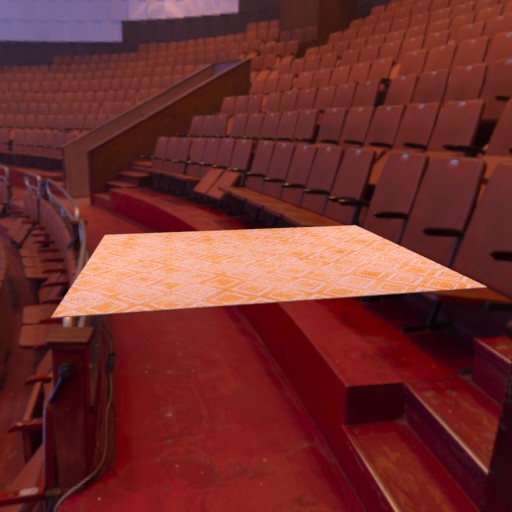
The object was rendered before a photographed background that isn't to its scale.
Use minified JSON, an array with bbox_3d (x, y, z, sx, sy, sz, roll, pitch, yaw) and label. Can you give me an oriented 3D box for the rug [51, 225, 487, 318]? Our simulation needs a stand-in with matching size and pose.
[{"bbox_3d":[0.000,0.000,4.160,3.037,0.011,2.433,-3,15,-11],"label":"rug"}]
